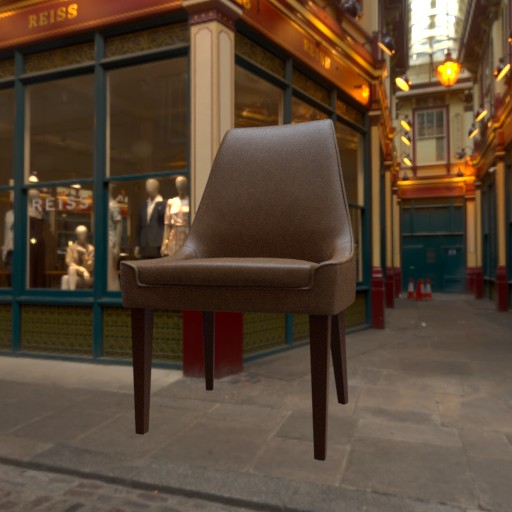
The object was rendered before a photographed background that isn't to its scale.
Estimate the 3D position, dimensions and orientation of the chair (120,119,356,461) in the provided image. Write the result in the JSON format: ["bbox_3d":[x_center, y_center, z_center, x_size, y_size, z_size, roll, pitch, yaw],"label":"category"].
[{"bbox_3d":[0.000,0.000,1.222,0.529,0.861,0.544,0,-1,19],"label":"chair"}]
